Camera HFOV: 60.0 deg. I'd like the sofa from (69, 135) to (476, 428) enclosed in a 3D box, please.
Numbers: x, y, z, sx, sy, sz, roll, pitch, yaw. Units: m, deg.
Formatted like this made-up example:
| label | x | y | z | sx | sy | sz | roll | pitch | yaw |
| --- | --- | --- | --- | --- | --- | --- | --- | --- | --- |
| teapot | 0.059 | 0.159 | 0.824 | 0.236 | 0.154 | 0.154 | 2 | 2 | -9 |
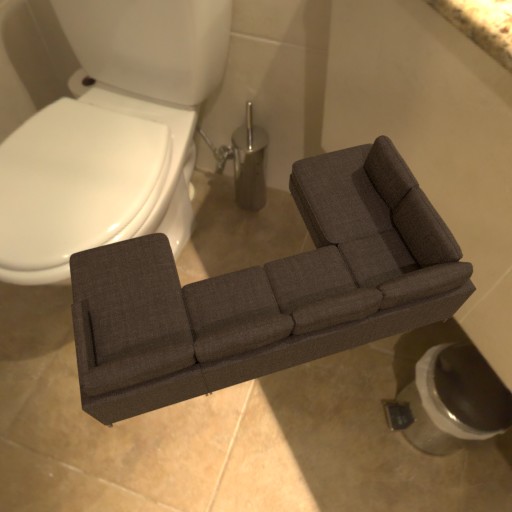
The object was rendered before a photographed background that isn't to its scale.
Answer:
| label | x | y | z | sx | sy | sz | roll | pitch | yaw |
| --- | --- | --- | --- | --- | --- | --- | --- | --- | --- |
| sofa | 0.000 | 0.000 | 4.246 | 3.423 | 0.999 | 2.048 | -15 | 60 | -9 |
